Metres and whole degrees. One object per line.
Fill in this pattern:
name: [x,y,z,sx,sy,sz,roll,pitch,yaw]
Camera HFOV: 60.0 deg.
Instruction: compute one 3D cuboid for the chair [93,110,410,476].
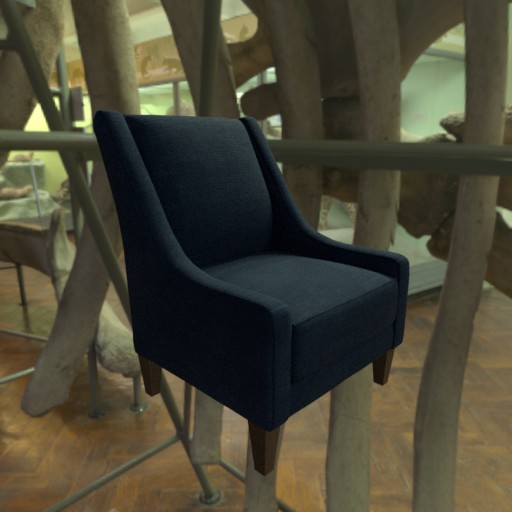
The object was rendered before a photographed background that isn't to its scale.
chair: [0.000,0.000,1.612,0.870,1.014,0.774,14,20,42]
